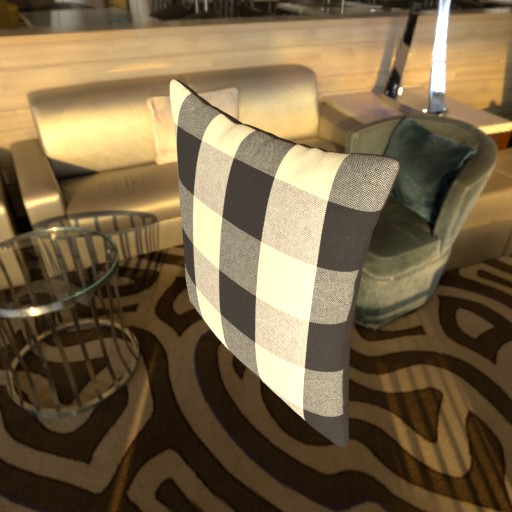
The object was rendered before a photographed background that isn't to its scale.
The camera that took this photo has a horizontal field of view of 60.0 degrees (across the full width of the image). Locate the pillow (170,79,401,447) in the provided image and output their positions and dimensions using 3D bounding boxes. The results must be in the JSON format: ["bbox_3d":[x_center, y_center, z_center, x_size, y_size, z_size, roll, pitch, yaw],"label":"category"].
[{"bbox_3d":[0.000,0.000,0.780,0.161,0.509,0.511,-22,39,-30],"label":"pillow"}]
